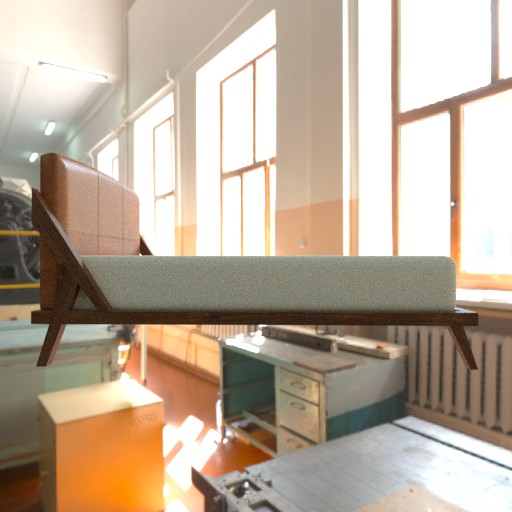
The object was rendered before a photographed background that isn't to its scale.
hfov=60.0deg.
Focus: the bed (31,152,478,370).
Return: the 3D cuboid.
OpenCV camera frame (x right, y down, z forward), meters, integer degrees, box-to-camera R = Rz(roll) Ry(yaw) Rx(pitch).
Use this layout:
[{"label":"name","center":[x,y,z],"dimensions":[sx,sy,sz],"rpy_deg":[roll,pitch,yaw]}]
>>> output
[{"label":"bed","center":[0.000,0.000,3.116],"dimensions":[2.311,1.168,1.651],"rpy_deg":[0,0,2]}]
